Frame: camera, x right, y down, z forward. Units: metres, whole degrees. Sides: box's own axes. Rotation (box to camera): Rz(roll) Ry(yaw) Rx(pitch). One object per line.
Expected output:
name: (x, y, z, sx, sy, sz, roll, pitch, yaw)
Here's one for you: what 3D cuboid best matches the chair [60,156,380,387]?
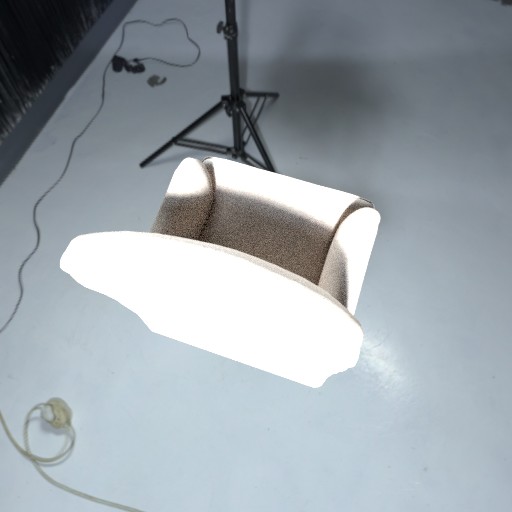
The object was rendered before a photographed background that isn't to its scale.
chair: (0.000, 0.000, 1.834, 0.879, 1.119, 0.953, 17, 64, 9)
